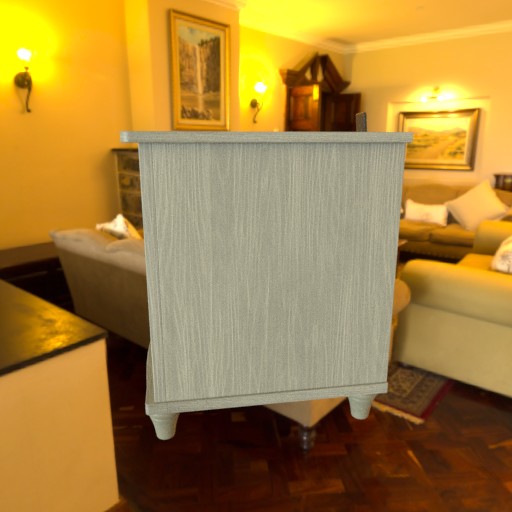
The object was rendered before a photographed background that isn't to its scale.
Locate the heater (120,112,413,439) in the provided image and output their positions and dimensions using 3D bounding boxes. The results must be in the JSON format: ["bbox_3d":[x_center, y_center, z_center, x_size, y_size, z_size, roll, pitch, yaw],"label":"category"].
[{"bbox_3d":[0.000,0.000,0.775,0.400,0.481,0.362,-2,15,-9],"label":"heater"}]
